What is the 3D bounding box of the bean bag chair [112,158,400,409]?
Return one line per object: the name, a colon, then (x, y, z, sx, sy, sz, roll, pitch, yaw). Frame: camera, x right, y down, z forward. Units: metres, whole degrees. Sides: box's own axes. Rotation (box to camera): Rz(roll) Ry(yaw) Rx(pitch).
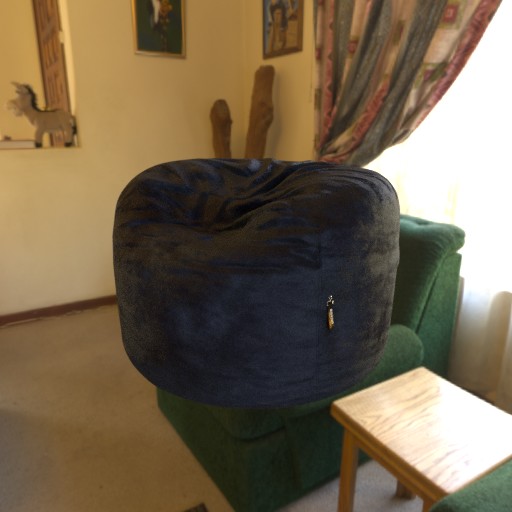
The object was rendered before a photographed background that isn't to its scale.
bean bag chair: (0.000, 0.000, 1.492, 0.918, 0.616, 0.918, 0, 16, 0)
